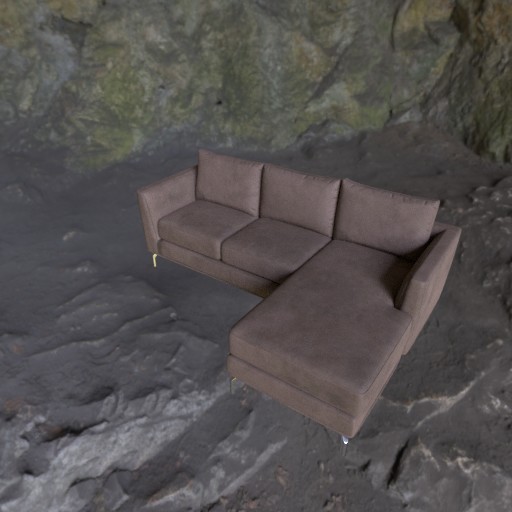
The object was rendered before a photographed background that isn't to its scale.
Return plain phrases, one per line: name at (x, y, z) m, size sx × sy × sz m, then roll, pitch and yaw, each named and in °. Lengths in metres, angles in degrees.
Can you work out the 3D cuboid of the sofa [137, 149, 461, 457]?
sofa at (0.000, 0.000, 3.288) m, size 2.438 × 0.987 × 1.622 m, roll 20°, pitch 36°, yaw 30°
